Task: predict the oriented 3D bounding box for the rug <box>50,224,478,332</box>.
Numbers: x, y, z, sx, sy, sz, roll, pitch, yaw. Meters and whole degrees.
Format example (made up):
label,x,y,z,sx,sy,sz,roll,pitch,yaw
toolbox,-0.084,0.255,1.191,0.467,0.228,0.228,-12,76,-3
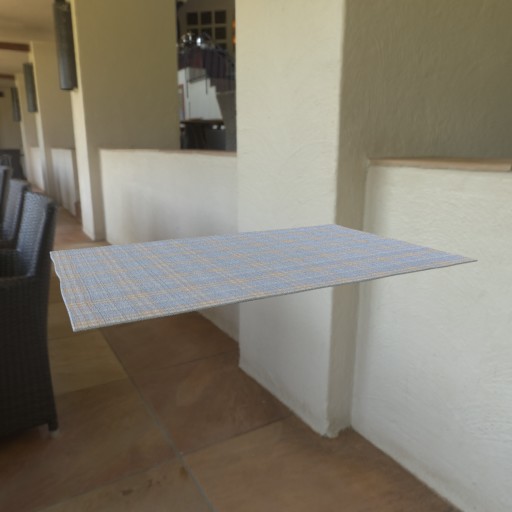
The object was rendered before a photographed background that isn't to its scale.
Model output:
label,x,y,z,sx,sy,sz,roll,pitch,yaw
rug,0.000,0.000,2.992,2.460,0.016,1.545,-7,16,-27
